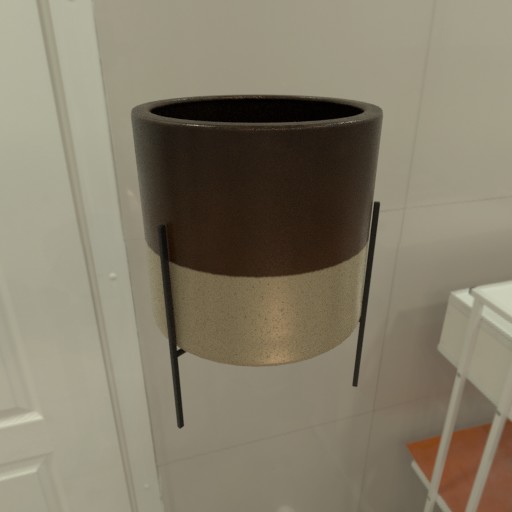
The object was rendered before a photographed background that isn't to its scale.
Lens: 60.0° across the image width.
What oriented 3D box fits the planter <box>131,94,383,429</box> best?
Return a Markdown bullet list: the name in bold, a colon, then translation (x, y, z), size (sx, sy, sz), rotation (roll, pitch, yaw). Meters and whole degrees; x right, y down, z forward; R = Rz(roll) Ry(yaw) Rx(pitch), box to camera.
- **planter**: translation (0.000, 0.000, 0.719), size (0.345, 0.465, 0.354), rotation (-8, 26, -16)
